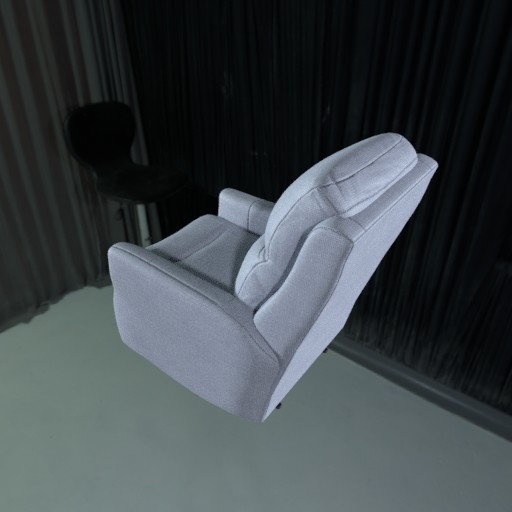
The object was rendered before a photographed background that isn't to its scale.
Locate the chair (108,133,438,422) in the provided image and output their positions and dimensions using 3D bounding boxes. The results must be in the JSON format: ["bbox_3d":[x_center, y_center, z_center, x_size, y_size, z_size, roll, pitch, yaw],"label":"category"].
[{"bbox_3d":[0.000,0.000,1.777,1.080,1.030,0.829,21,37,30],"label":"chair"}]
